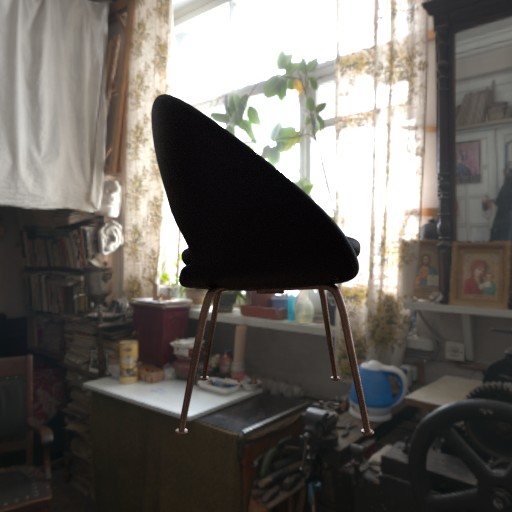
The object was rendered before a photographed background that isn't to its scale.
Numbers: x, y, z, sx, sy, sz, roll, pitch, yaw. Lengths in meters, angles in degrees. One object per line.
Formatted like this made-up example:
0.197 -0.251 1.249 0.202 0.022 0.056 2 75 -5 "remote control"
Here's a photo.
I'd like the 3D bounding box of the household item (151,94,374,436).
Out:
0.000 0.000 1.273 0.573 0.852 0.623 0 1 0 "household item"
